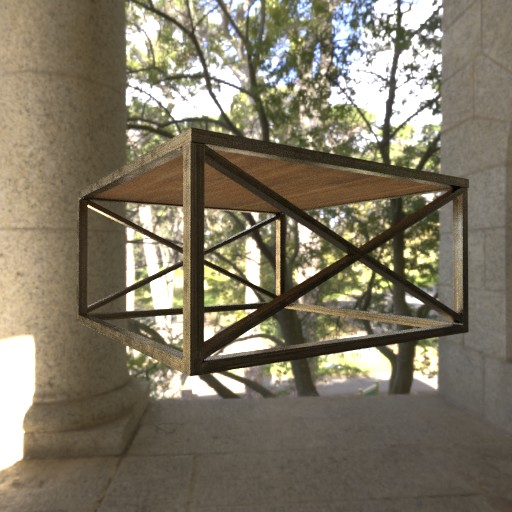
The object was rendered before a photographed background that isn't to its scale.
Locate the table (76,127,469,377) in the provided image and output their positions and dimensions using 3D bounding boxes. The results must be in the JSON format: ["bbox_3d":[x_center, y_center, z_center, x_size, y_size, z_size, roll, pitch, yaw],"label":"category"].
[{"bbox_3d":[0.000,0.000,1.426,0.899,0.451,0.909,1,-1,-34],"label":"table"}]
